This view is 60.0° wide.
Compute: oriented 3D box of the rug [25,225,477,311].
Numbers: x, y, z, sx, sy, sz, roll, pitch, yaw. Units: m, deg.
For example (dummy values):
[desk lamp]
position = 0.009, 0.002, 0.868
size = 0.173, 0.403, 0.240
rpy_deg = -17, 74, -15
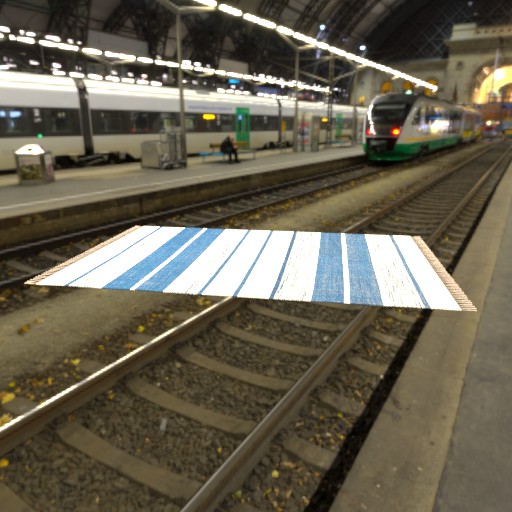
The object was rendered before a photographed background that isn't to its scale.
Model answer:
[rug]
position = 0.000, 0.000, 3.063
size = 2.441, 0.010, 1.532
rpy_deg = 3, 17, 9
